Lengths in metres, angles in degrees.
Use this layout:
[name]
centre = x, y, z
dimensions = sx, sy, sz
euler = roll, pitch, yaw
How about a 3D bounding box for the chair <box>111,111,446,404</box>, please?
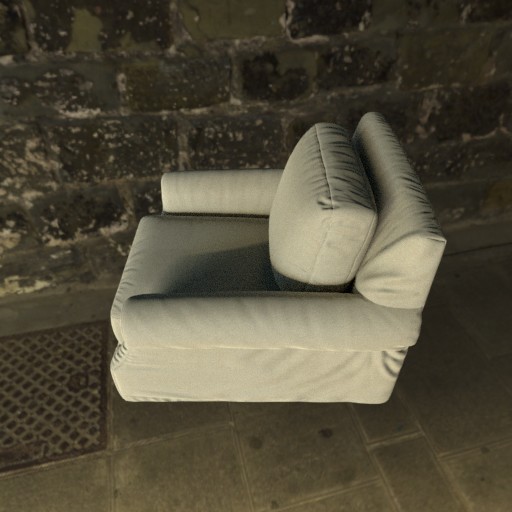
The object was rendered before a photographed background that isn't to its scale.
[chair]
centre = 0.000, 0.000, 1.731
dimensions = 1.066, 0.866, 0.940
euler = 0, 41, 0
